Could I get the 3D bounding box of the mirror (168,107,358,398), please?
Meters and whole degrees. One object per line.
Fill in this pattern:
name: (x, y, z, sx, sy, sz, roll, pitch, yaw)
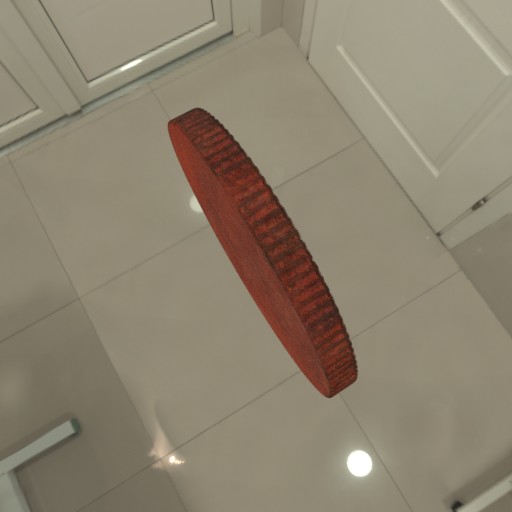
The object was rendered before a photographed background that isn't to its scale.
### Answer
mirror: (0.000, 0.000, 0.897, 0.056, 0.609, 0.609, -30, 78, -7)
